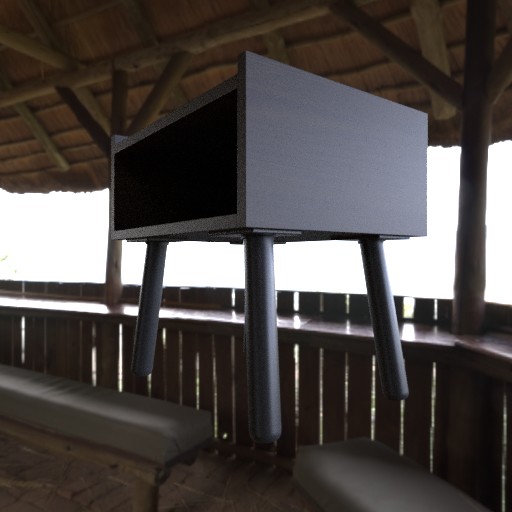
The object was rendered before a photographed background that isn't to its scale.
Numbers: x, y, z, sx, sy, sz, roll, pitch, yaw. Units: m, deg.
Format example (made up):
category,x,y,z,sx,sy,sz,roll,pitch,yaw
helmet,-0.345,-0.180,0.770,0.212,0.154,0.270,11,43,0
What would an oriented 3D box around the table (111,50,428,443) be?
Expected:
category,x,y,z,sx,sy,sz,roll,pitch,yaw
table,0.000,0.000,0.799,0.370,0.470,0.450,0,0,-37
